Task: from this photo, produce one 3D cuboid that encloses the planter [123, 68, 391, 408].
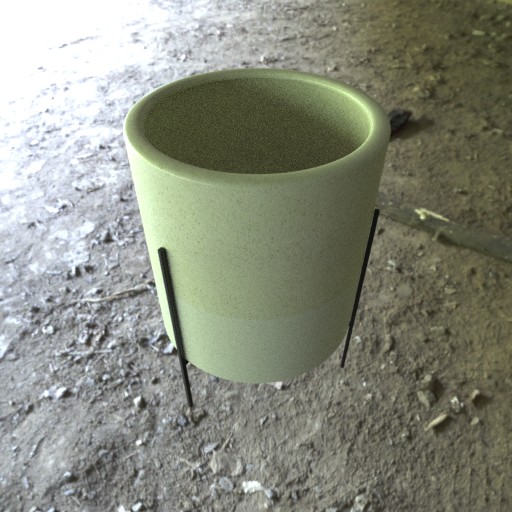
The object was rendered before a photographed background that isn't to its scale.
[{"bbox_3d":[0.000,0.000,0.710,0.324,0.483,0.333,-11,43,-12],"label":"planter"}]
